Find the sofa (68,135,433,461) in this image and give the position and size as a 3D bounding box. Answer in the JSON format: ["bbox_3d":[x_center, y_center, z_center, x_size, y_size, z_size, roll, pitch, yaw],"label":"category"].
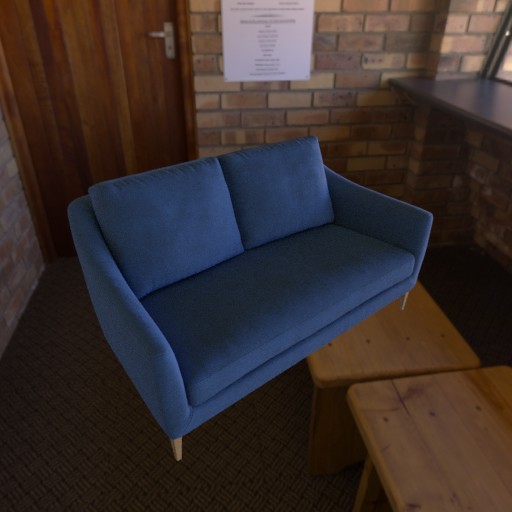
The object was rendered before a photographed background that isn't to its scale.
[{"bbox_3d":[0.000,0.000,2.203,1.619,0.902,0.960,-23,37,-34],"label":"sofa"}]
